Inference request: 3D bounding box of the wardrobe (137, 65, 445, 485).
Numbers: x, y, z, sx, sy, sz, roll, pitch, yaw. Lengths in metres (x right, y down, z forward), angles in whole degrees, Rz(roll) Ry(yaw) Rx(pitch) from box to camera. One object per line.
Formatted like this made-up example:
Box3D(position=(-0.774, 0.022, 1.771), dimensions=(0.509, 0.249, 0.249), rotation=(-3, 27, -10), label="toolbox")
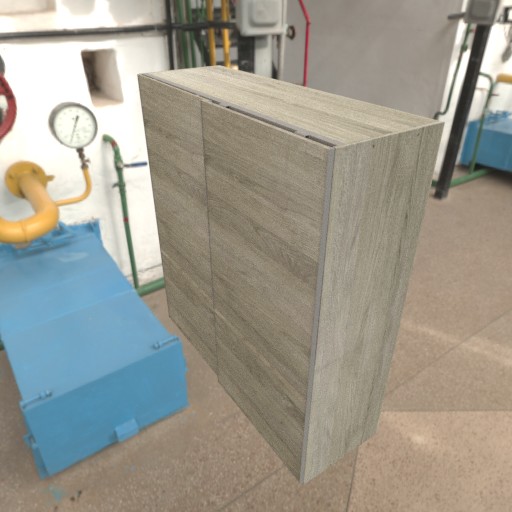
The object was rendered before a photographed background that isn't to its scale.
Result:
Box3D(position=(0.000, 0.000, 2.770), dimensions=(0.629, 1.960, 1.780), rotation=(-20, 37, -29), label="wardrobe")
